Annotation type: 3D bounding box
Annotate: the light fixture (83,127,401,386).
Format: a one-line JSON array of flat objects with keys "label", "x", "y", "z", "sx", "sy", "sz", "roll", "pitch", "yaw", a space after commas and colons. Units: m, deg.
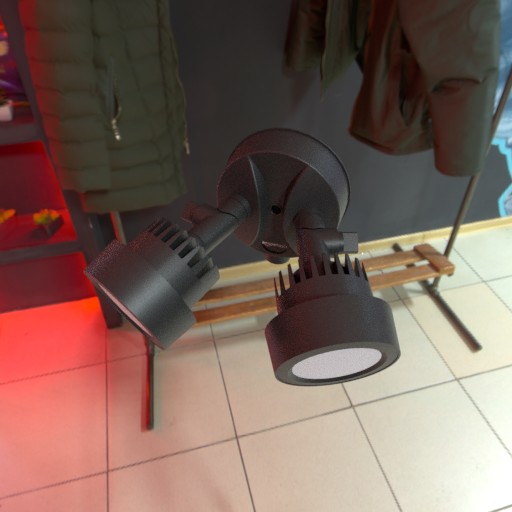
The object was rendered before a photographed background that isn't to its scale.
[{"label": "light fixture", "x": 0.000, "y": 0.000, "z": 0.319, "sx": 0.213, "sy": 0.120, "sz": 0.168, "roll": 12, "pitch": 43, "yaw": 13}]
